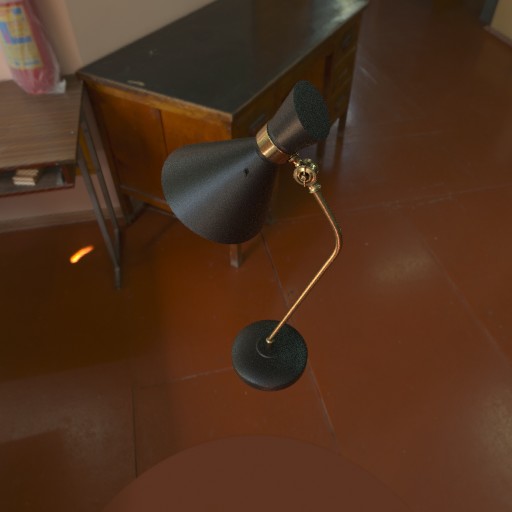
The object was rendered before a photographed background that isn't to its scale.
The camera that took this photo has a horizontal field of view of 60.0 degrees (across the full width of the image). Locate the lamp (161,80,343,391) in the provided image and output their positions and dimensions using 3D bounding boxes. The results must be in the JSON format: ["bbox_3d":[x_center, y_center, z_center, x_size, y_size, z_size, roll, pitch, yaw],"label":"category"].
[{"bbox_3d":[0.000,0.000,0.793,0.292,0.647,0.189,15,48,14],"label":"lamp"}]
